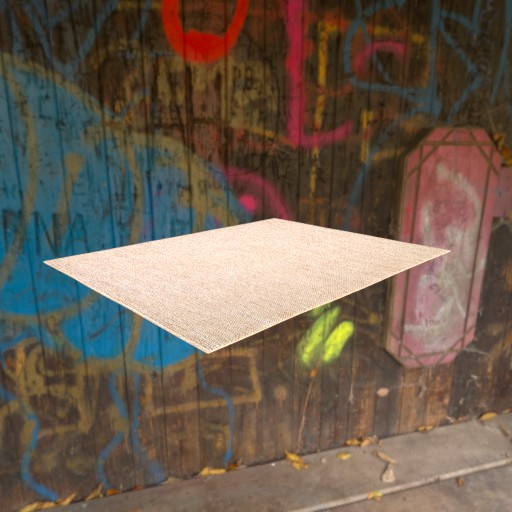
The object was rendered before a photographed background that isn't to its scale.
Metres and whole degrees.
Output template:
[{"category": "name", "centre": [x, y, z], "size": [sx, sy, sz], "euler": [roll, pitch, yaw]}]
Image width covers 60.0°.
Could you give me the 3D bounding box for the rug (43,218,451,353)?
[{"category": "rug", "centre": [0.000, 0.000, 4.194], "size": [3.034, 0.012, 2.406], "euler": [-15, 21, -42]}]
